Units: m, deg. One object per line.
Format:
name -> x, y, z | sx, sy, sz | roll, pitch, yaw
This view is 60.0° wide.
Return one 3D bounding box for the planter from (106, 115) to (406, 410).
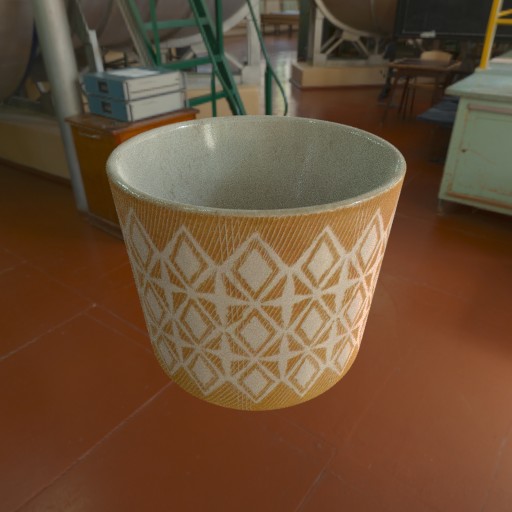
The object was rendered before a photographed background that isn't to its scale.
planter -> 0.000, 0.000, 0.338 | 0.193, 0.165, 0.193 | 0, 31, 0
